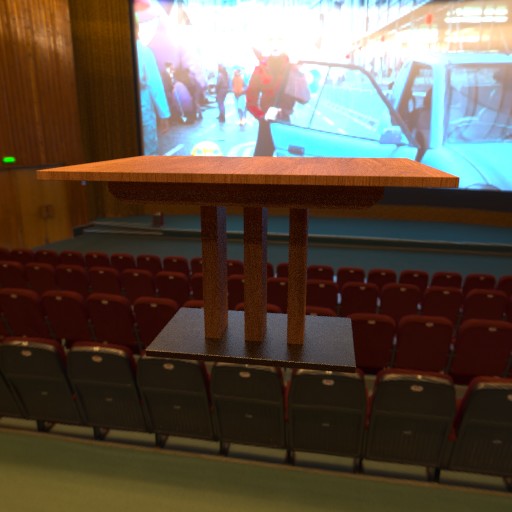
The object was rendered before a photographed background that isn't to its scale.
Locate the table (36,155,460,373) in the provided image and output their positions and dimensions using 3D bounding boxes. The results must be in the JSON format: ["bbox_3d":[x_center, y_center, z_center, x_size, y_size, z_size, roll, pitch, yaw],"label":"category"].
[{"bbox_3d":[0.000,0.000,1.871,1.300,0.770,0.900,3,16,9],"label":"table"}]
